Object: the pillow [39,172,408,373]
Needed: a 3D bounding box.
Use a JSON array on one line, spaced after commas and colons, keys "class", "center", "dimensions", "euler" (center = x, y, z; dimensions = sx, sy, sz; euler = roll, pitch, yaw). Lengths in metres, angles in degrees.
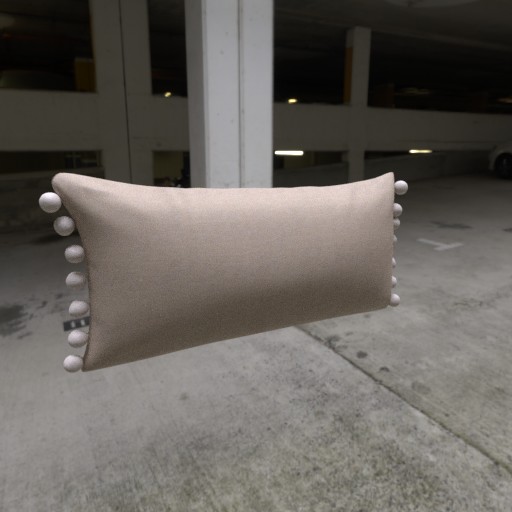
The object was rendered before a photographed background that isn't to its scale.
[{"class": "pillow", "center": [0.000, 0.000, 0.830], "dimensions": [0.709, 0.322, 0.201], "euler": [-7, 15, -26]}]
